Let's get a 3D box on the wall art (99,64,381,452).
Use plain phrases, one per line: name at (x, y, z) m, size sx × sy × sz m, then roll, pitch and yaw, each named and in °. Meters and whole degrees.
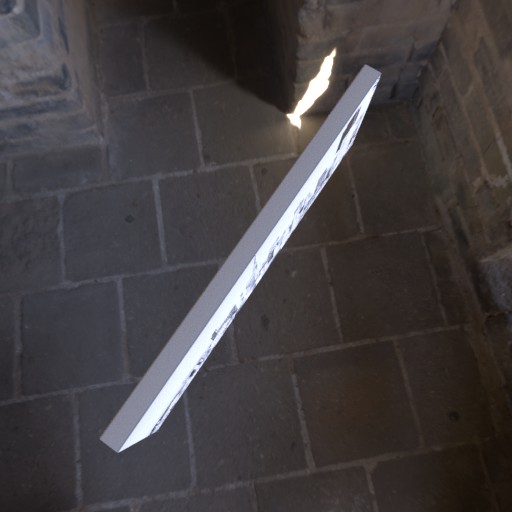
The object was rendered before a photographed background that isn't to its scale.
wall art at (0.000, 0.000, 0.846) m, size 0.036 × 0.256 × 0.766 m, roll 33°, pitch 77°, yaw 8°
